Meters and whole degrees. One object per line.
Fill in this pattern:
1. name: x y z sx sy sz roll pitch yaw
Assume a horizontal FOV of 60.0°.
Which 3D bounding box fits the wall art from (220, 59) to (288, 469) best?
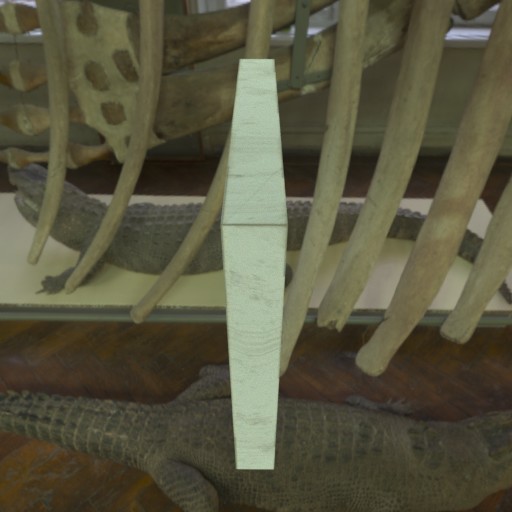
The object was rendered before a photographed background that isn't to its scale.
1. wall art: 0.000 0.000 0.463 0.038 0.303 0.305 0 40 0
